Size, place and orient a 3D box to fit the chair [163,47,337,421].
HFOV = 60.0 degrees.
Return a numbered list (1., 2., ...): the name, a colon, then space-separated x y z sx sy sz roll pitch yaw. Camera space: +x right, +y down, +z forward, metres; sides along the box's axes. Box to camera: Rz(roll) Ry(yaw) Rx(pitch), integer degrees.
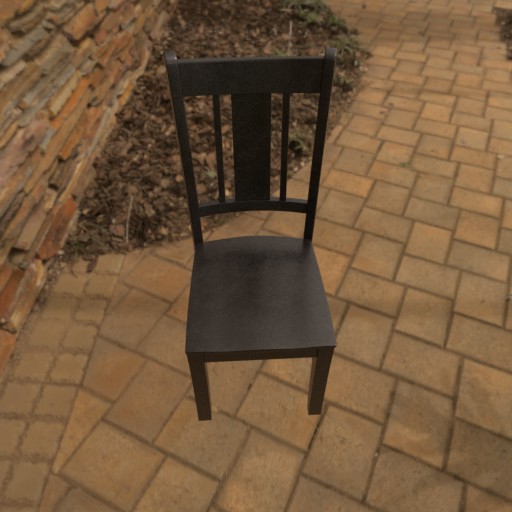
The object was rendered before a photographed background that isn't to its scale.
1. chair: 0.000 0.000 1.316 0.450 0.998 0.555 -2 45 -2
